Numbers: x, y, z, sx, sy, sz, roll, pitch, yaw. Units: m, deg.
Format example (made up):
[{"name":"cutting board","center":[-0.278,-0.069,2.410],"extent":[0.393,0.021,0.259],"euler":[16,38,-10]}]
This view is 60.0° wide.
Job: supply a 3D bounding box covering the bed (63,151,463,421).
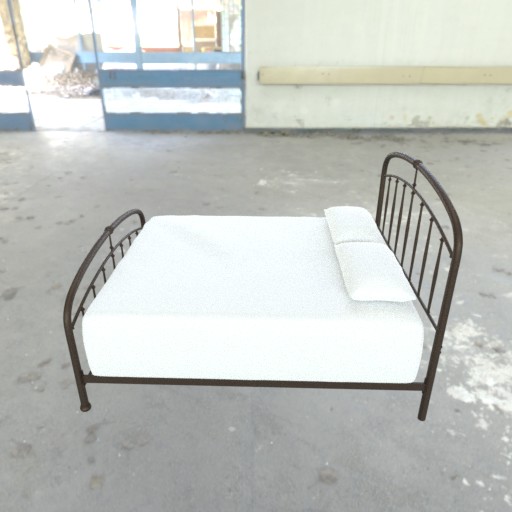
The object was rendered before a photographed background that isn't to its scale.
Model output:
[{"name":"bed","center":[0.000,0.000,3.229],"extent":[2.180,1.425,1.711],"euler":[1,26,2]}]
